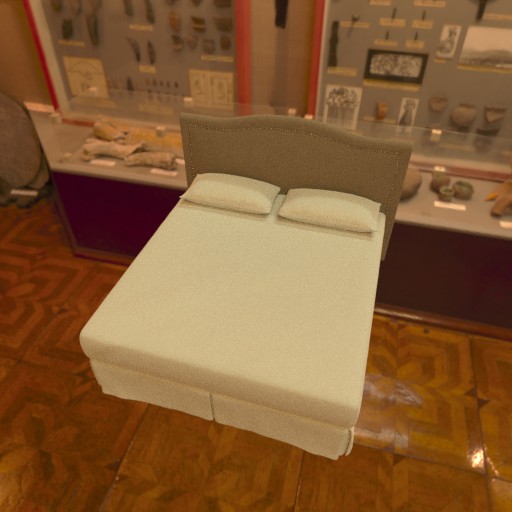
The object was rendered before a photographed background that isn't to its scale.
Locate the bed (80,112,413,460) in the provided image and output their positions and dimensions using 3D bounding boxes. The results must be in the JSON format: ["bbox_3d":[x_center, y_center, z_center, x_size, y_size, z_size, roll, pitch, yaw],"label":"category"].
[{"bbox_3d":[0.000,0.000,3.516,2.083,1.421,2.182,11,43,12],"label":"bed"}]
